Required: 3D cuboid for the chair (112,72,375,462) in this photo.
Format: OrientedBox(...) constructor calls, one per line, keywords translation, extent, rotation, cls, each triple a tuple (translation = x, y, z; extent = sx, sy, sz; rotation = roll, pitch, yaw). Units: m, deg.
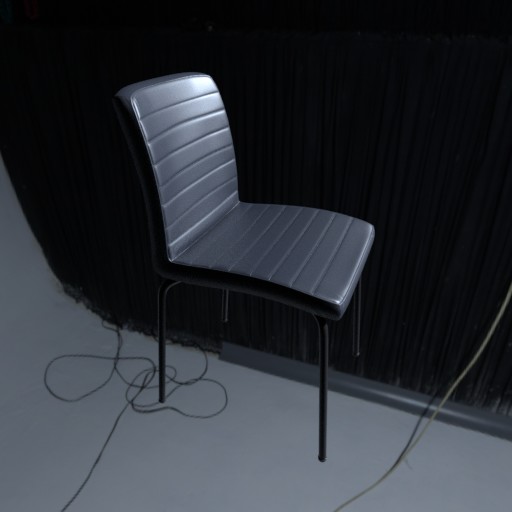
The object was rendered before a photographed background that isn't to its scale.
OrientedBox(translation=(0.000, 0.000, 1.200), extent=(0.572, 0.872, 0.450), rotation=(12, 32, 19), cls="chair")
